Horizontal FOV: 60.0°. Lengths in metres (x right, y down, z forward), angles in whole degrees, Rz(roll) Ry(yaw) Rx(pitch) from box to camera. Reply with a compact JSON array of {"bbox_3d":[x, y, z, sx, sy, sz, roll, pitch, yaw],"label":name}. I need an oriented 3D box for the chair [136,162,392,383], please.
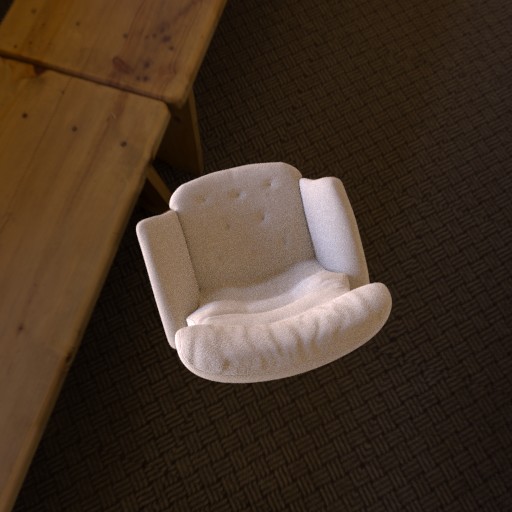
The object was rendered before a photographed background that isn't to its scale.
[{"bbox_3d":[0.000,0.000,1.586,0.785,0.995,0.837,-14,76,-3],"label":"chair"}]
